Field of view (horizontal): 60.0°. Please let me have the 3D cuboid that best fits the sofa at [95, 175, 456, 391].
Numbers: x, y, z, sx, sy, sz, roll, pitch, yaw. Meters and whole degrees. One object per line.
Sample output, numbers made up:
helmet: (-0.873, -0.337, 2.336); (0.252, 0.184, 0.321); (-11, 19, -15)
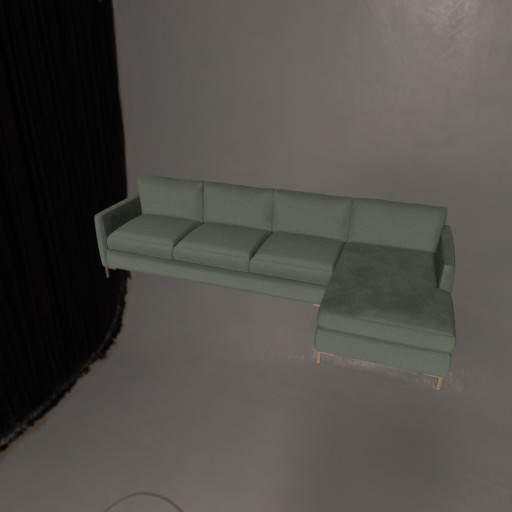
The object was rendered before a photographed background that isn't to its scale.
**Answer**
sofa: (0.000, 0.000, 3.290); (2.725, 0.756, 1.255); (9, 27, 18)
